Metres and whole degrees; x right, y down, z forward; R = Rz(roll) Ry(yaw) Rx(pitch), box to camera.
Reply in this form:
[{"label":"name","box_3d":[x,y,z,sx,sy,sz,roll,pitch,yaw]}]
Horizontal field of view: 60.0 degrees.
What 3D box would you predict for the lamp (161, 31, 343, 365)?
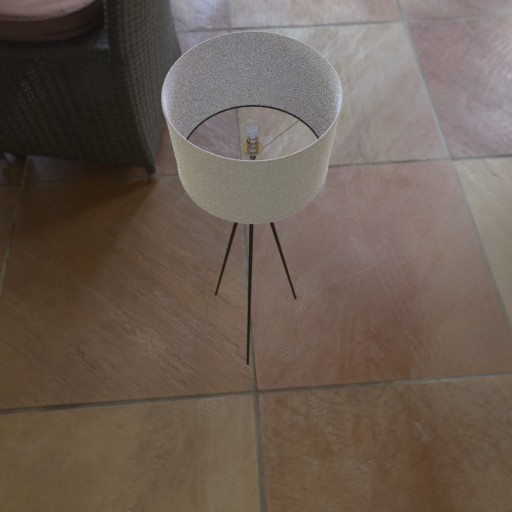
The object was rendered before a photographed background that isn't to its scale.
[{"label":"lamp","box_3d":[0.000,0.000,1.673,0.448,1.545,0.458,-1,63,0]}]
